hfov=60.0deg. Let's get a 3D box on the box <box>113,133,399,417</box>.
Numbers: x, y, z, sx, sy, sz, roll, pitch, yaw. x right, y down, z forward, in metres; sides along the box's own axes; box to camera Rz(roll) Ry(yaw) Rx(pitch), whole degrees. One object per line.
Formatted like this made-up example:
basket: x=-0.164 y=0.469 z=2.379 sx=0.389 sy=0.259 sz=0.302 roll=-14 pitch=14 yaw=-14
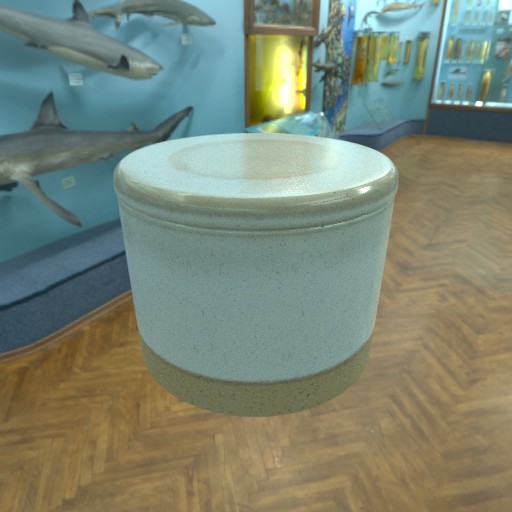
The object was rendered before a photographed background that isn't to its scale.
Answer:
box: x=0.000 y=0.000 z=0.272 sx=0.154 sy=0.123 sz=0.154 roll=0 pitch=26 yaw=0
